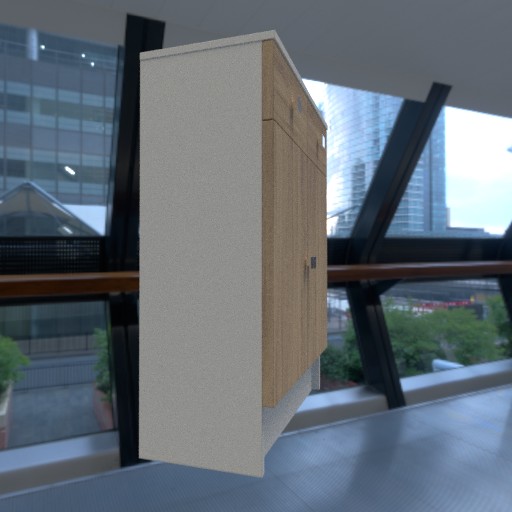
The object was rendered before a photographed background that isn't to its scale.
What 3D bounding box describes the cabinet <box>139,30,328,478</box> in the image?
[{"bbox_3d":[0.000,0.000,1.129,0.296,0.815,0.600,0,-1,18],"label":"cabinet"}]
